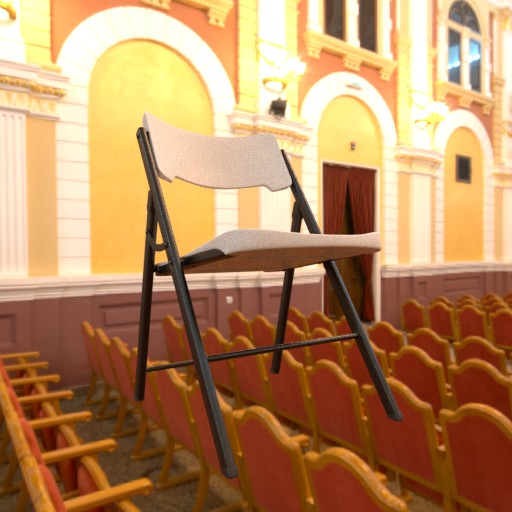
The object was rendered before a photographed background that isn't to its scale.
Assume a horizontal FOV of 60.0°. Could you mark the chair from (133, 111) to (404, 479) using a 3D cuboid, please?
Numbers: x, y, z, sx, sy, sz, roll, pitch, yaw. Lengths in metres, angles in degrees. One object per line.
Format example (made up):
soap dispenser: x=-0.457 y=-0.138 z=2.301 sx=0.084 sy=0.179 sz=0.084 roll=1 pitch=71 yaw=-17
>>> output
chair: x=0.000 y=0.000 z=1.113 sx=0.482 sy=0.765 sz=0.577 roll=-1 pitch=1 yaw=-34
